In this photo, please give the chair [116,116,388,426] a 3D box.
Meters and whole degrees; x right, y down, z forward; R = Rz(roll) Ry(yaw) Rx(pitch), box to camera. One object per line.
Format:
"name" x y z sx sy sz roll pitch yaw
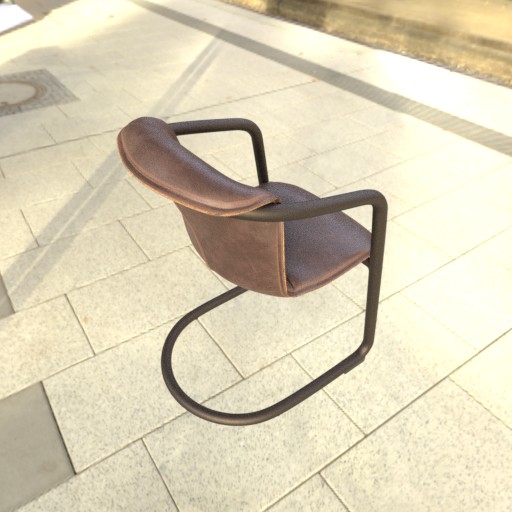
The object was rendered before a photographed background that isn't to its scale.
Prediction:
"chair" 0.000 0.000 1.283 0.664 0.836 0.536 -25 46 -27
